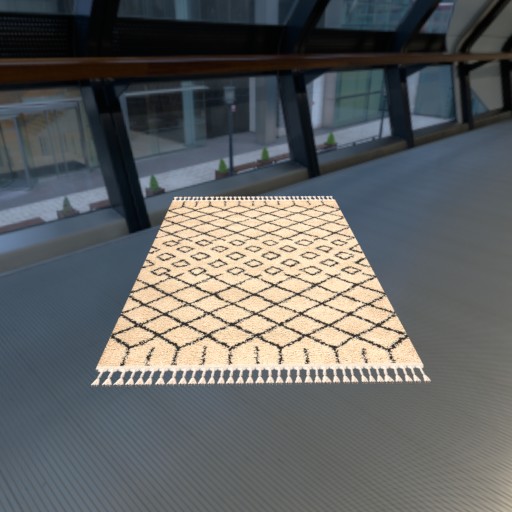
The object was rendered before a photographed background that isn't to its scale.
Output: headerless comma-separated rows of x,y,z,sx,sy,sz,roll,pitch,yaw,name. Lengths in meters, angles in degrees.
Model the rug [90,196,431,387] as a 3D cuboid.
0.000,0.000,2.437,1.196,0.008,2.006,0,26,-1,rug
